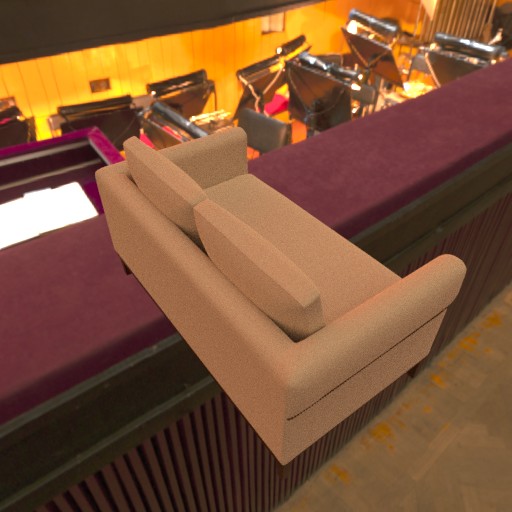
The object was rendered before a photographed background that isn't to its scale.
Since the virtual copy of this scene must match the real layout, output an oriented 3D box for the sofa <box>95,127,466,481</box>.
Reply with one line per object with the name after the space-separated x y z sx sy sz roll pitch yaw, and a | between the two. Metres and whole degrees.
0.000 0.000 2.136 0.905 0.873 1.598 -25 46 -27 | sofa
